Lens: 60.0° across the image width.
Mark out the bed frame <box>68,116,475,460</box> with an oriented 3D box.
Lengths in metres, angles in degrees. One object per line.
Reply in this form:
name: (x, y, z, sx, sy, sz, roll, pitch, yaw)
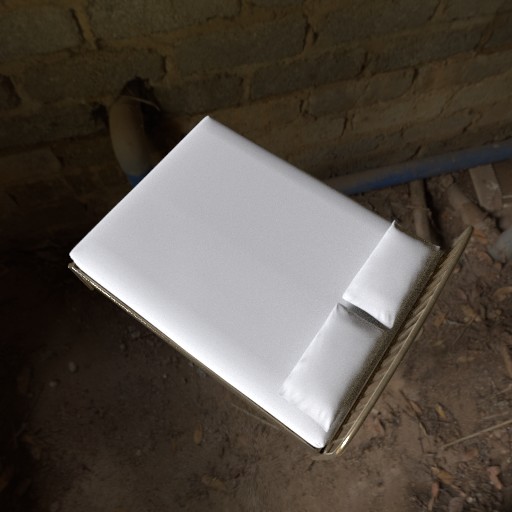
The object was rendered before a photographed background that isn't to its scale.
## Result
bed frame: (0.000, 0.000, 3.053, 2.152, 1.175, 1.612, 33, 69, 14)
